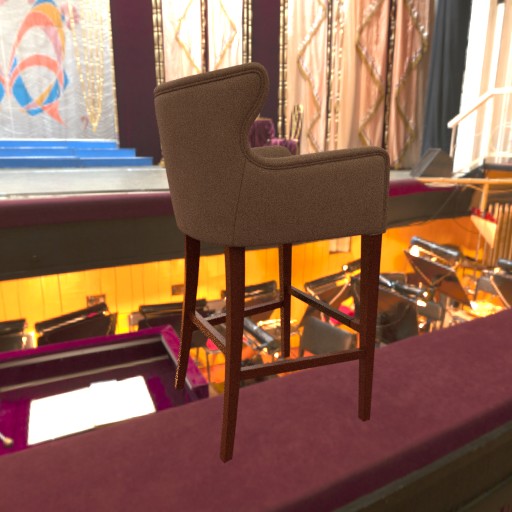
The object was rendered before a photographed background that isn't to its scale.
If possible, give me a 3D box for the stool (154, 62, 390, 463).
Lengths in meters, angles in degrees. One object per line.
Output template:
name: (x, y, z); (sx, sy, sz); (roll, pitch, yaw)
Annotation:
stool: (0.000, 0.000, 1.413); (0.575, 1.047, 0.575); (-7, 16, -26)
